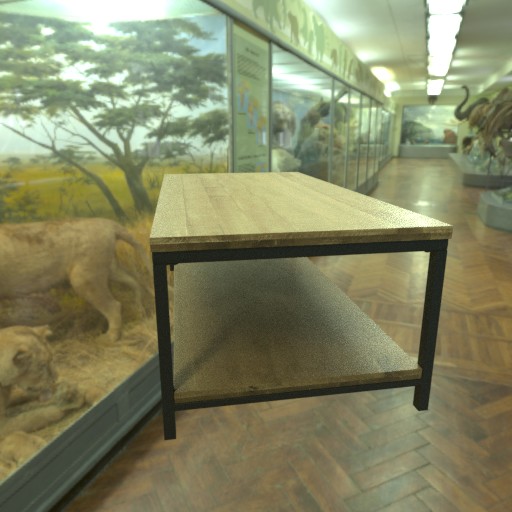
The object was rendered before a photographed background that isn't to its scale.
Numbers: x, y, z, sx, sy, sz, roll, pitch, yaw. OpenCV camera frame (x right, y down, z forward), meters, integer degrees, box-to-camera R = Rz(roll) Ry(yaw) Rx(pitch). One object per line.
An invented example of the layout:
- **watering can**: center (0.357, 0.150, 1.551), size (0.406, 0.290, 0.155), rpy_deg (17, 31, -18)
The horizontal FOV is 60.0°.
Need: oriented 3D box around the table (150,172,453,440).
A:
- **table**: center (0.000, 0.000, 1.353), size (0.551, 0.399, 1.100), rpy_deg (-3, 16, -10)
